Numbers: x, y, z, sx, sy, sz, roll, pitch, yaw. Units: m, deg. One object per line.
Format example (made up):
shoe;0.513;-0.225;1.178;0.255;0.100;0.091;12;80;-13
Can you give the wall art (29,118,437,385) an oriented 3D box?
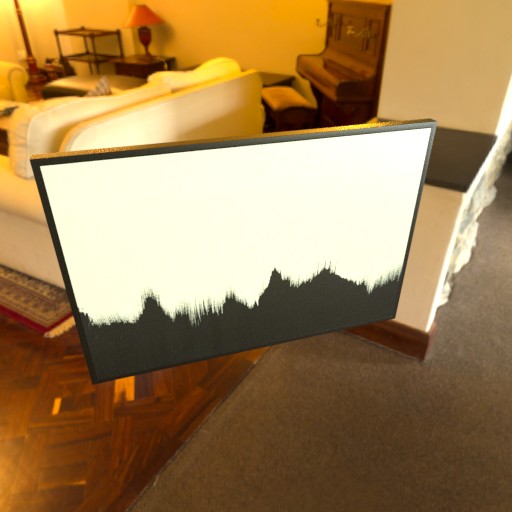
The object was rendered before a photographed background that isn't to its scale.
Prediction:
wall art;0.000;0.000;0.818;0.659;0.446;0.022;-9;33;-15
